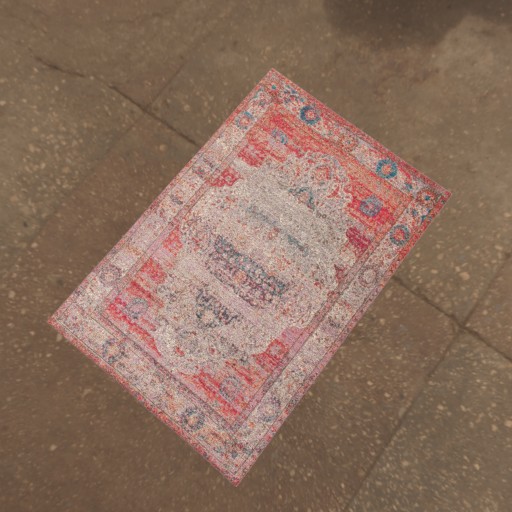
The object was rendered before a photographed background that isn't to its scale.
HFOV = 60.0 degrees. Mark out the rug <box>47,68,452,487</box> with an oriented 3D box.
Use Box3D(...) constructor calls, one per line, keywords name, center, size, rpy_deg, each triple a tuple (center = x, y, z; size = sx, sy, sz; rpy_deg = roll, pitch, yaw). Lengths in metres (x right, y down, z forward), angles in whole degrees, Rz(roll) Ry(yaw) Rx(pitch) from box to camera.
Box3D(name="rug", center=(0.000, 0.000, 2.281), size=(1.219, 0.006, 1.829), rpy_deg=(38, 80, 8))
